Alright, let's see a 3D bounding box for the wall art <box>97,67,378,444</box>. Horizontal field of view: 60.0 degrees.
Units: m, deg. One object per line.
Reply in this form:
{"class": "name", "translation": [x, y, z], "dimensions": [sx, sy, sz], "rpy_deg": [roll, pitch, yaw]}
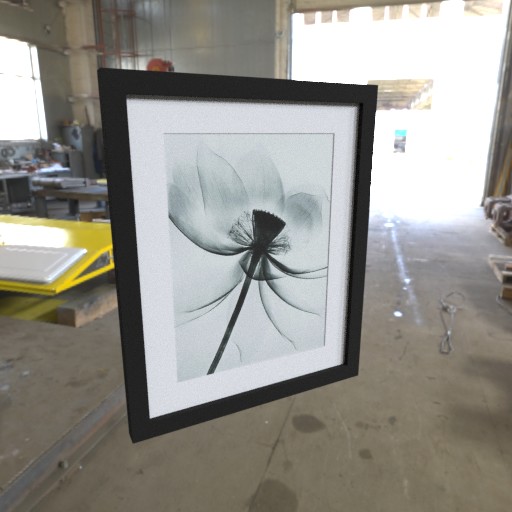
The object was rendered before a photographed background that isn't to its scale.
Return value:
{"class": "wall art", "translation": [0.000, 0.000, 0.747], "dimensions": [0.457, 0.559, 0.029], "rpy_deg": [-8, 17, -26]}
